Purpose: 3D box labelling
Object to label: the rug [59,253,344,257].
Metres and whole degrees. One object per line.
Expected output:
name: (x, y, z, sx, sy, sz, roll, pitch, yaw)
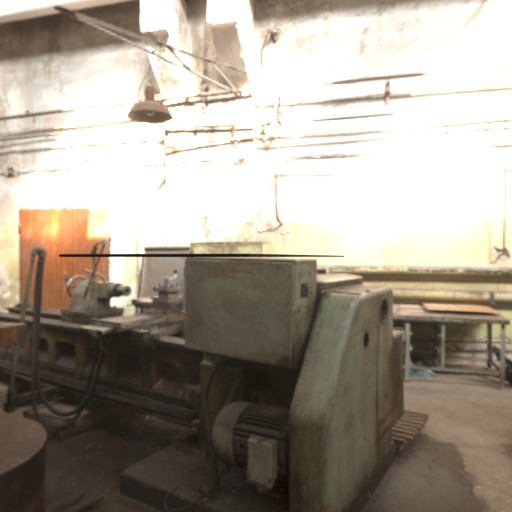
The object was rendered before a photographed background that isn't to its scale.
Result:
rug: (0.000, 0.000, 2.714, 0.769, 0.012, 2.448, 0, 0, 18)
